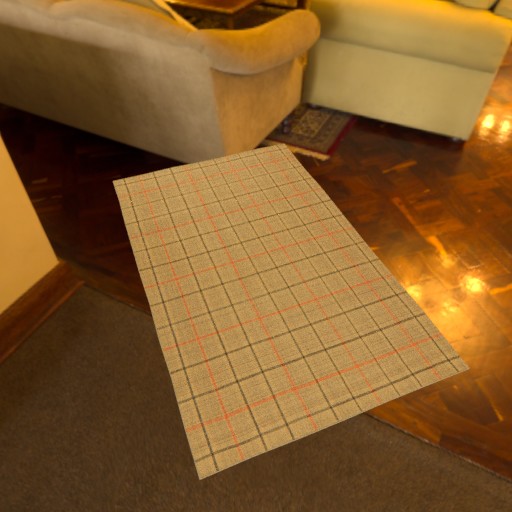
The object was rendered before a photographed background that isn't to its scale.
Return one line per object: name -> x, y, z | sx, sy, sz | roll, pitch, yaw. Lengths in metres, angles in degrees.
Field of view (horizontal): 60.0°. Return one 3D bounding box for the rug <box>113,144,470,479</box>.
rug -> 0.000, 0.000, 2.996 | 1.524, 0.015, 2.439 | -16, 48, -15
